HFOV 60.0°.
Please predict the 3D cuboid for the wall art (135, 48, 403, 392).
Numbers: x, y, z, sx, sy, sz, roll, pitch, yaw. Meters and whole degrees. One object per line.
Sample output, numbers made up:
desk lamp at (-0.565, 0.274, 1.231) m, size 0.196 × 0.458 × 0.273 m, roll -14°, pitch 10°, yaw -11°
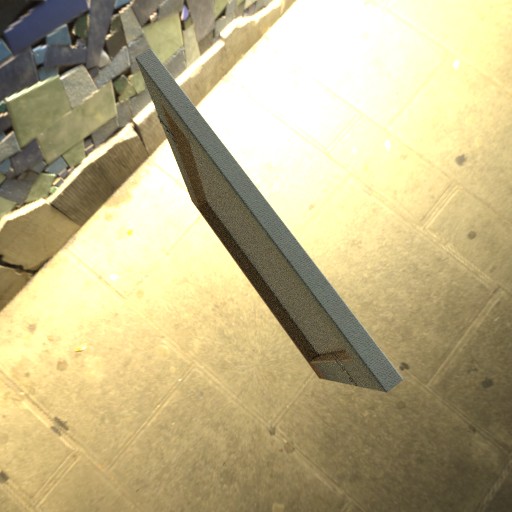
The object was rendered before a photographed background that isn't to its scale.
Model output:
wall art at (0.000, 0.000, 0.916) m, size 0.034 × 0.605 × 0.605 m, roll -35°, pitch 79°, yaw -8°
